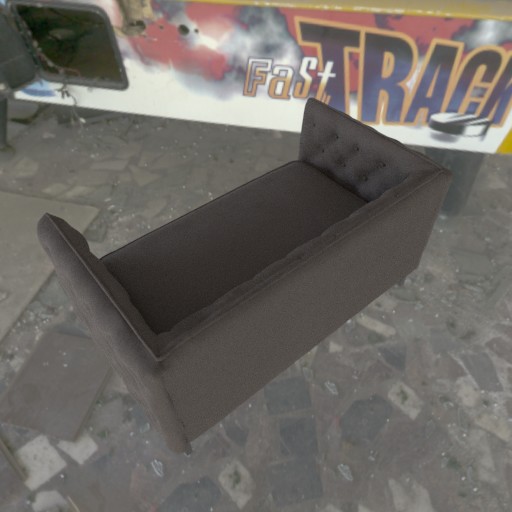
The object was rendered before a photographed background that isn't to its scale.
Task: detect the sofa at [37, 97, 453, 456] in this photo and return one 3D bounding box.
[{"bbox_3d":[0.000,0.000,2.104,1.583,0.810,0.909,-31,54,-26],"label":"sofa"}]
